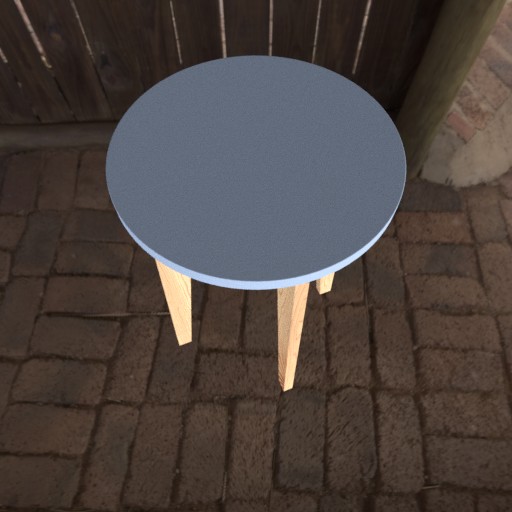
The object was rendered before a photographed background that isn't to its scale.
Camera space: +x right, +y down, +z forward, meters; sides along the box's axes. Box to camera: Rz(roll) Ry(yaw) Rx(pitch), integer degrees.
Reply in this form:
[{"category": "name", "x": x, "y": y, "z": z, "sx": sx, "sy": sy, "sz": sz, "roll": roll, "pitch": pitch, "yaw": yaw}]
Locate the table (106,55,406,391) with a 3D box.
[{"category": "table", "x": 0.000, "y": 0.000, "z": 0.740, "sx": 0.350, "sy": 0.500, "sz": 0.350, "roll": 0, "pitch": 60, "yaw": 0}]
